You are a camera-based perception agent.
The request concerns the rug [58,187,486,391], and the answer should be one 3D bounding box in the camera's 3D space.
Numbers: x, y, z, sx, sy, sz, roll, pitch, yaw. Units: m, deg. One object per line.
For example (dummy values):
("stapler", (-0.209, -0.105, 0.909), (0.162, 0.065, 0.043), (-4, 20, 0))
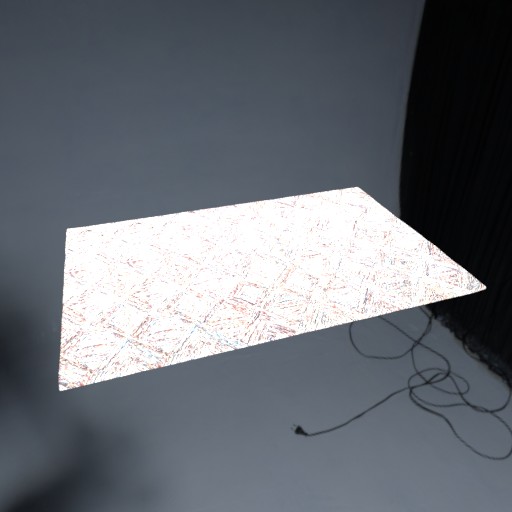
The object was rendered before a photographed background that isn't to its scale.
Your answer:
("rug", (0.000, 0.000, 2.150), (1.761, 0.014, 1.143), (-10, 34, -16))
